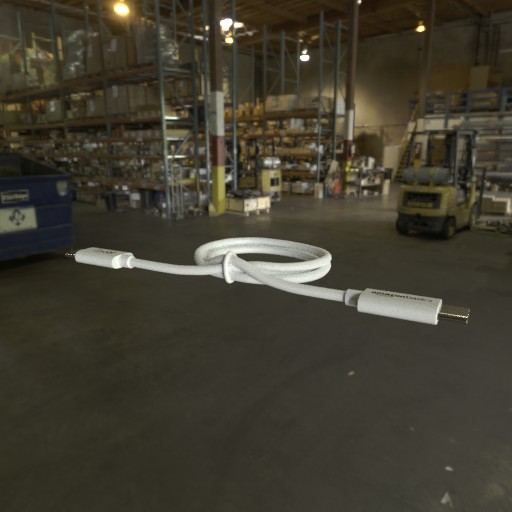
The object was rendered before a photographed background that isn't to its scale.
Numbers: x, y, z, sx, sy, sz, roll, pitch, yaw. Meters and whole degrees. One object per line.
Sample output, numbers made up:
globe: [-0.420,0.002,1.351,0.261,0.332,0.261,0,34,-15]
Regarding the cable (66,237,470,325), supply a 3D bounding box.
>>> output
cable: [0.000,0.000,0.209,0.186,0.014,0.070,7,15,28]
